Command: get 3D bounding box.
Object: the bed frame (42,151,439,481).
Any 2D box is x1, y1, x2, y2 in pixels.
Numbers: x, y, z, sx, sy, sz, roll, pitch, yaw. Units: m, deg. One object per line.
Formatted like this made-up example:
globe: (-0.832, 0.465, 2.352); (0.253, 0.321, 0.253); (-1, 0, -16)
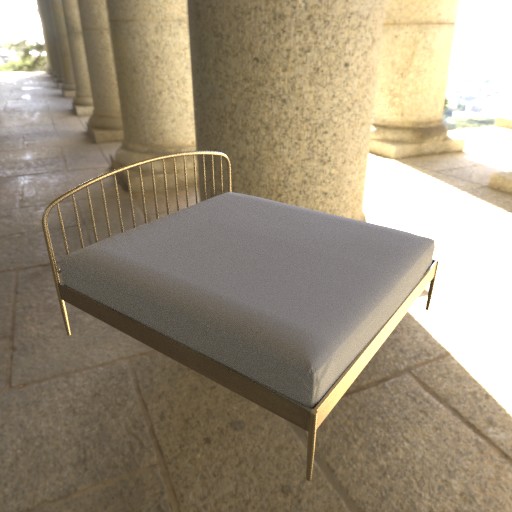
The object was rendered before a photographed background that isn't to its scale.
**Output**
bed frame: (0.000, 0.000, 3.312); (2.152, 1.174, 2.016); (18, 31, 32)
